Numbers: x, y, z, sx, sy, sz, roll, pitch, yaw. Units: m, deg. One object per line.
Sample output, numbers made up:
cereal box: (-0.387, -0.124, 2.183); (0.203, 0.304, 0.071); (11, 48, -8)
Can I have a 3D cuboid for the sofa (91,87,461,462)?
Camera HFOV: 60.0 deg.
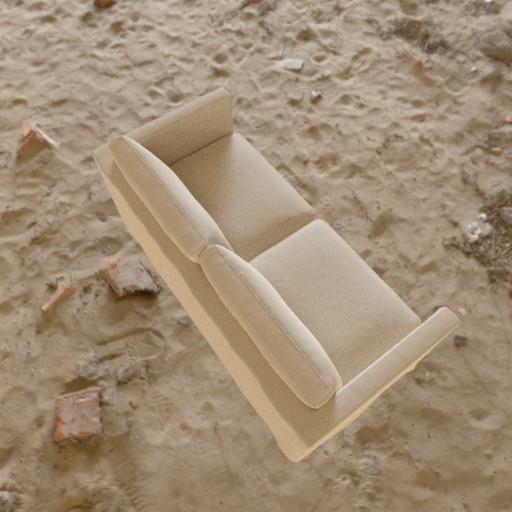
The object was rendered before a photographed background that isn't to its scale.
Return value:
sofa: (0.000, 0.000, 2.534); (0.940, 0.870, 1.987); (-33, 66, -17)
